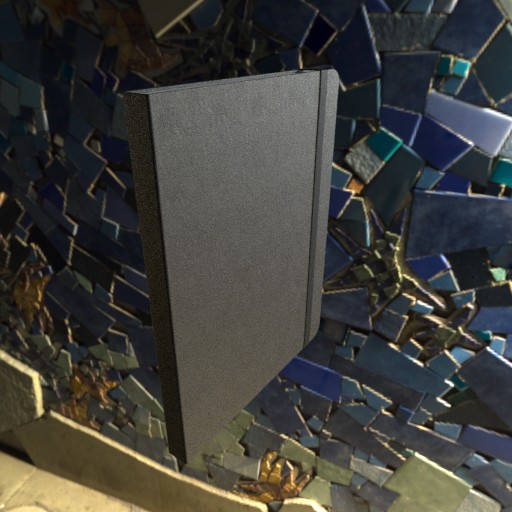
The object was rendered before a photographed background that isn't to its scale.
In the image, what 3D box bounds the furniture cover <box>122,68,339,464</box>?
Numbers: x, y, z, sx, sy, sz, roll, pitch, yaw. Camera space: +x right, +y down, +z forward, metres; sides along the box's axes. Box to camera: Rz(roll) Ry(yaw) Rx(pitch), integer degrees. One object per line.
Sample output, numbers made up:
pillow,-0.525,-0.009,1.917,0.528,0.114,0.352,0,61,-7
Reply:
furniture cover,0.000,0.000,0.373,0.023,0.281,0.216,18,32,32
